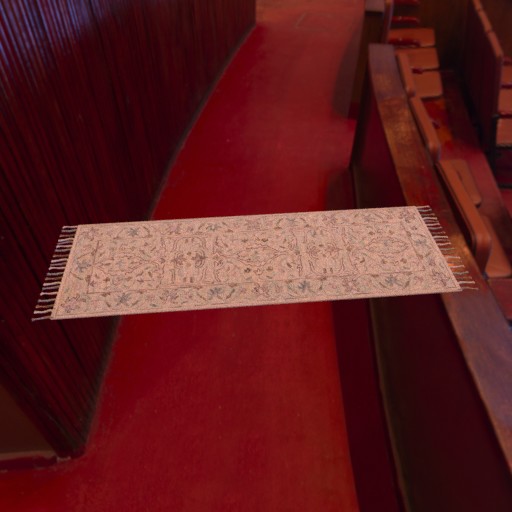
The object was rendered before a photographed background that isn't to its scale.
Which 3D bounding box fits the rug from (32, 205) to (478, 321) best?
[{"bbox_3d":[0.000,0.000,2.675,2.440,0.013,0.769,-4,45,-4],"label":"rug"}]
